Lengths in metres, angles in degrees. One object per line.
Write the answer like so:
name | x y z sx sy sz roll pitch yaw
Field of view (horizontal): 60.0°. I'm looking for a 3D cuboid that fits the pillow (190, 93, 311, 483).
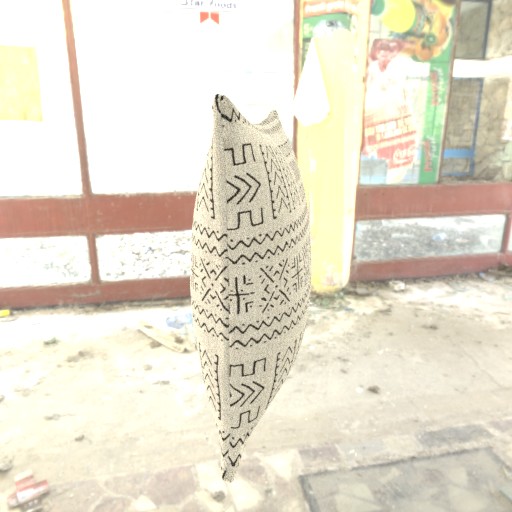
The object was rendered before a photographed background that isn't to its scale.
pillow | 0.000 0.000 0.654 0.164 0.430 0.438 2 16 9
